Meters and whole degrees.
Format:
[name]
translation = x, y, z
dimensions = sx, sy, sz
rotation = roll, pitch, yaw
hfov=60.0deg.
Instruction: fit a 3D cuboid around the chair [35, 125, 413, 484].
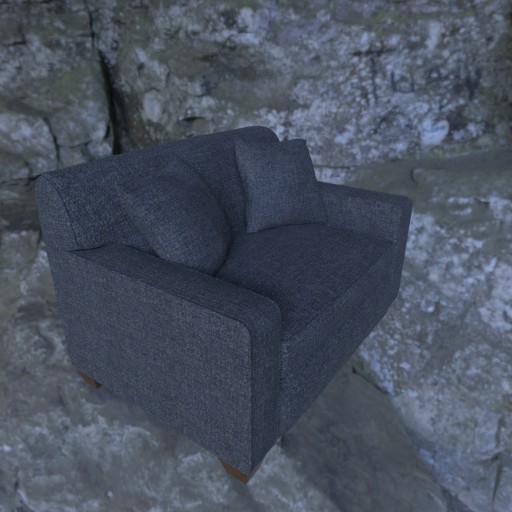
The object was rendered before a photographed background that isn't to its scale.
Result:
[chair]
translation = 0.000, 0.000, 1.977
dimensions = 1.000, 0.948, 1.383
rotation = 17, 30, 32
